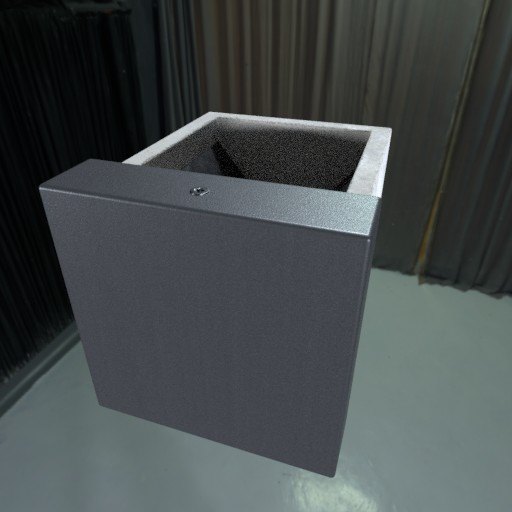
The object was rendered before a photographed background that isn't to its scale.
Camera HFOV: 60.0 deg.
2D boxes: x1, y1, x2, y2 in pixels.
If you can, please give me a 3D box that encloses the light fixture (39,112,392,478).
[{"bbox_3d":[0.000,0.000,0.234,0.121,0.121,0.143,10,33,16],"label":"light fixture"}]
